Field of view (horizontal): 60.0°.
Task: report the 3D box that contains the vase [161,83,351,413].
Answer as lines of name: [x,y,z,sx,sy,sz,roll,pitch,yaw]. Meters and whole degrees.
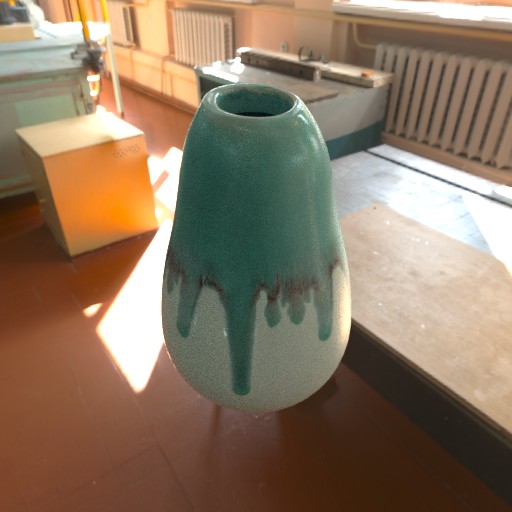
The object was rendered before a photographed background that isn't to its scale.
vase: [0.000,0.000,0.253,0.116,0.179,0.116,0,33,0]
